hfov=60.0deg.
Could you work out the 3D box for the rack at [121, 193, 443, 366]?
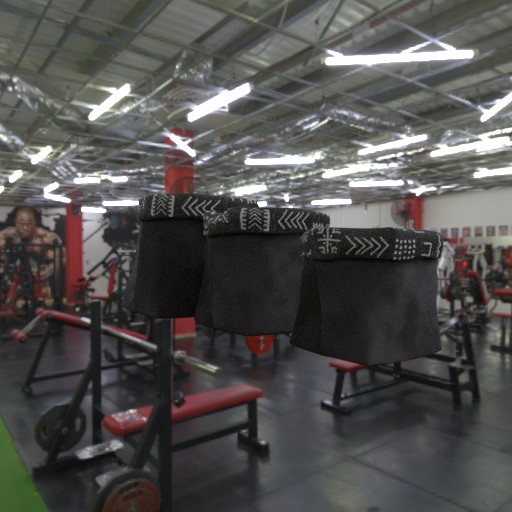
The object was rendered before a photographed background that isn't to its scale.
[{"bbox_3d":[0.000,0.000,1.049,0.379,0.323,0.905,0,1,-35],"label":"rack"}]
